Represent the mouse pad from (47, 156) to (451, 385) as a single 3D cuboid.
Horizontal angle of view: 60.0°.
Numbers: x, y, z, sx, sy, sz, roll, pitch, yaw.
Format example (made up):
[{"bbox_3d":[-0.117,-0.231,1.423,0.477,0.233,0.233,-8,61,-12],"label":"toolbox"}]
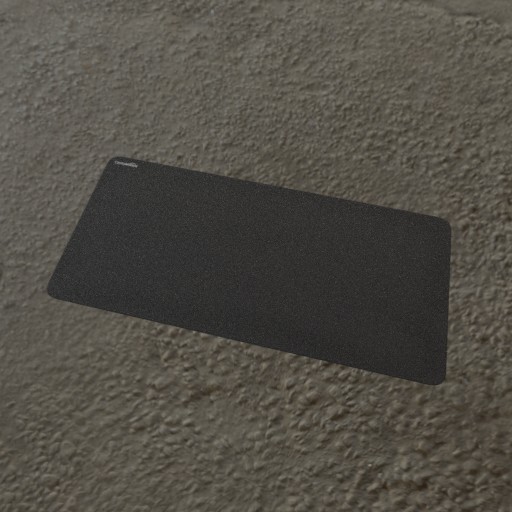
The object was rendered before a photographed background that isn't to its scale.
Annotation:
[{"bbox_3d":[0.000,0.000,1.062,0.907,0.003,0.424,12,63,6],"label":"mouse pad"}]
